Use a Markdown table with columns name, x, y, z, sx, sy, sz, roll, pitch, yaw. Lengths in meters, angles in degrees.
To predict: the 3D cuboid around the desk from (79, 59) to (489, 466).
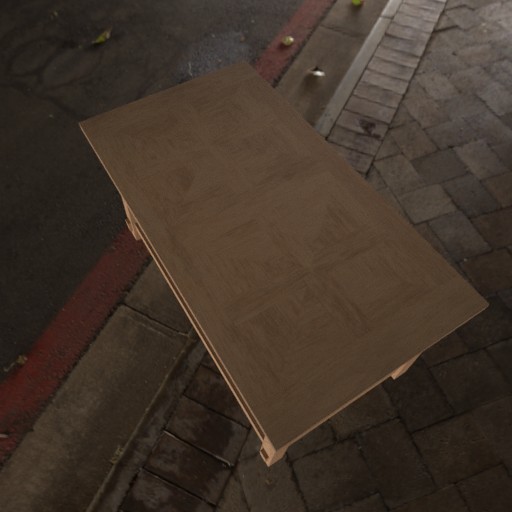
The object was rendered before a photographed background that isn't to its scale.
| name | x | y | z | sx | sy | sz | roll | pitch | yaw |
| --- | --- | --- | --- | --- | --- | --- | --- | --- | --- |
| desk | 0.000 | 0.000 | 1.953 | 0.813 | 0.762 | 1.499 | -28 | 62 | -16 |
